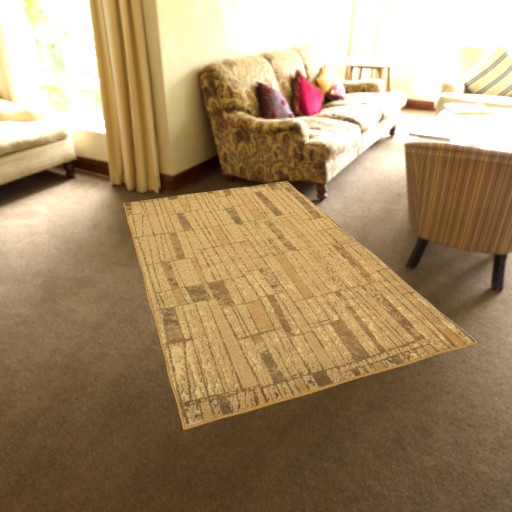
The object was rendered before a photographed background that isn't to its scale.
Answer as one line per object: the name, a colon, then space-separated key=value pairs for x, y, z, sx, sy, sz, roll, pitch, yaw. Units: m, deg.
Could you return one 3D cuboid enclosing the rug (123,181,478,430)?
rug: x=0.000 y=0.000 z=3.027 sx=1.531 sy=0.023 sz=2.444 roll=-11 pitch=32 yaw=-17
